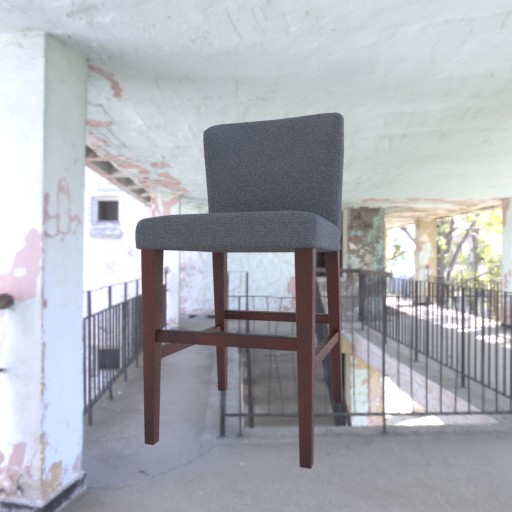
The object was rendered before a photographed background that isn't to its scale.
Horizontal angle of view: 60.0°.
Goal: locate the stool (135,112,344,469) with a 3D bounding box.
[{"bbox_3d":[0.000,0.000,1.316,0.479,0.968,0.568,0,0,18],"label":"stool"}]
